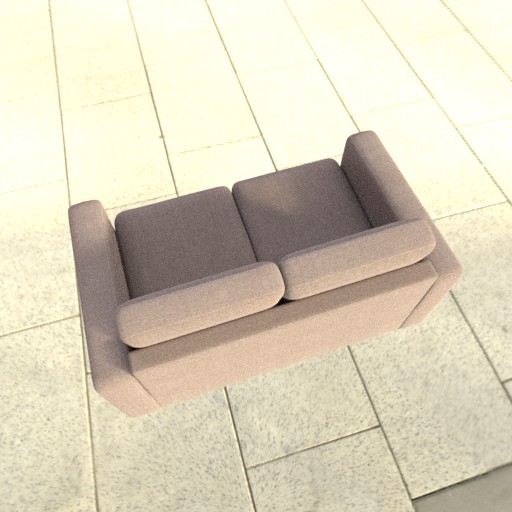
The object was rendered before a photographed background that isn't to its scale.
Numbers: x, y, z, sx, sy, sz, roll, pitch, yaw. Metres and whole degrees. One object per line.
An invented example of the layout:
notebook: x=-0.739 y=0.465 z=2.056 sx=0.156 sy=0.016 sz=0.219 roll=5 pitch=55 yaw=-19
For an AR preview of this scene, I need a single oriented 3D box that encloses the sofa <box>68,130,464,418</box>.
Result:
sofa: x=0.000 y=0.000 z=2.041 sx=1.520 sy=0.800 sz=0.900 roll=-16 pitch=61 yaw=-9
